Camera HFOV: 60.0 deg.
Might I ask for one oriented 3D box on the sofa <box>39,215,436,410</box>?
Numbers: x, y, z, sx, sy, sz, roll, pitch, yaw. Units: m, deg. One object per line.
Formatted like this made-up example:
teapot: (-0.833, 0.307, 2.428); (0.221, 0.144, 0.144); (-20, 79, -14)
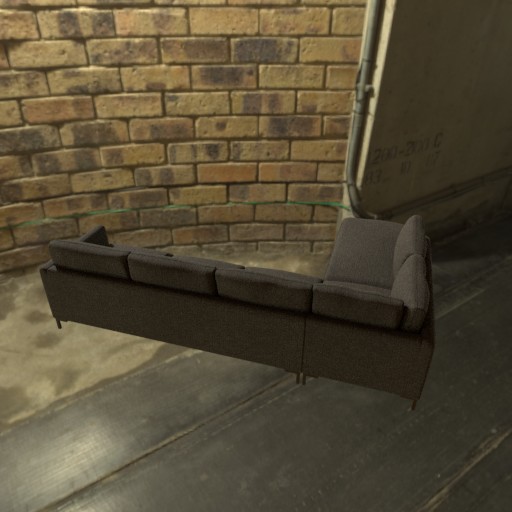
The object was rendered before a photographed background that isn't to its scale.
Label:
sofa: (0.000, 0.000, 3.958); (2.949, 0.815, 2.007); (9, 32, 15)
